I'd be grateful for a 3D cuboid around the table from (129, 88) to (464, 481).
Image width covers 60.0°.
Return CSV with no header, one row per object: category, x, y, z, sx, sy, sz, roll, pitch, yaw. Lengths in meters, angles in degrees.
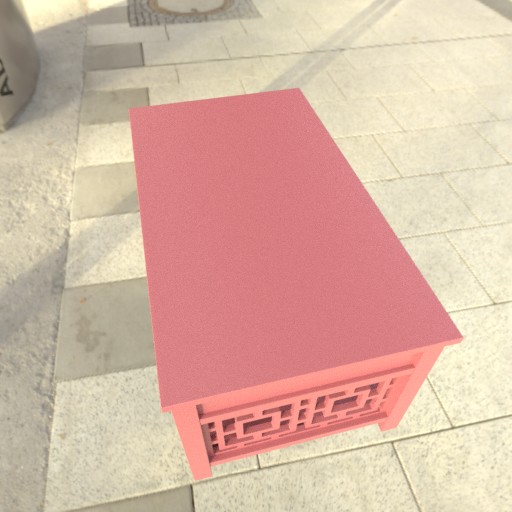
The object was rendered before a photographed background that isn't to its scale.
table,0.000,0.000,1.364,0.612,0.493,1.068,-10,48,-9
